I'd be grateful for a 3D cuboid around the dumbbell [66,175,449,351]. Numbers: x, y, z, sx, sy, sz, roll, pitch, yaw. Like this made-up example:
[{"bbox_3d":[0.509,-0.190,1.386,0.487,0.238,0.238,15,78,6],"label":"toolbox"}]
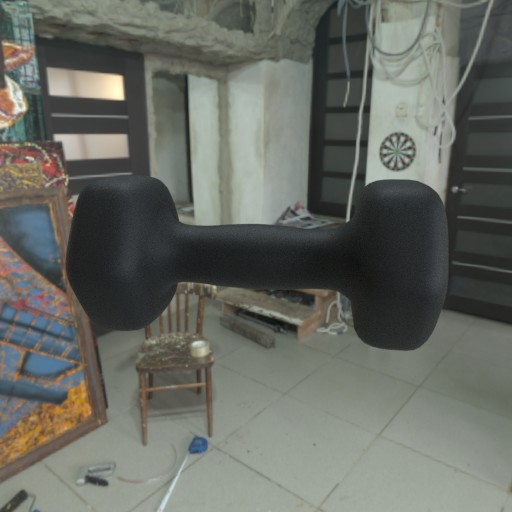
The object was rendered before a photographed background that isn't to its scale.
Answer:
[{"bbox_3d":[0.000,0.000,0.294,0.231,0.101,0.112,3,16,9],"label":"dumbbell"}]
